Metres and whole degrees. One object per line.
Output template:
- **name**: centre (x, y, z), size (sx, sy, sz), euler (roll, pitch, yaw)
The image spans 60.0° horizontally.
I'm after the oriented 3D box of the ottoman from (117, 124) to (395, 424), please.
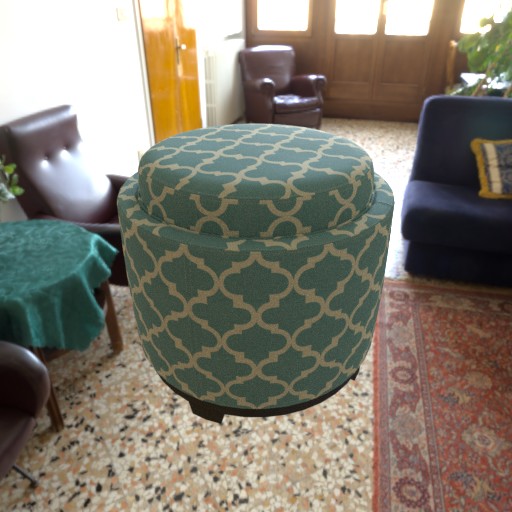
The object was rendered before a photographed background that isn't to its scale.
- **ottoman**: centre (0.000, 0.000, 0.850), size (0.480, 0.429, 0.480), euler (0, 30, 0)
